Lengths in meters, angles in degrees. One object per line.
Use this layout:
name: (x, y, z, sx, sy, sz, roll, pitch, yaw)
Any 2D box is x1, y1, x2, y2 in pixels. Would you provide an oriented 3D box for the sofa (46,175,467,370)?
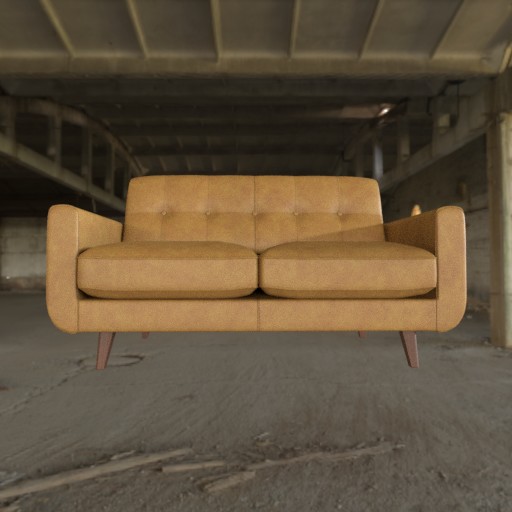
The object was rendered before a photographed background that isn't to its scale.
sofa: (0.000, 0.000, 2.178, 1.651, 0.925, 0.952, 0, -2, -2)
